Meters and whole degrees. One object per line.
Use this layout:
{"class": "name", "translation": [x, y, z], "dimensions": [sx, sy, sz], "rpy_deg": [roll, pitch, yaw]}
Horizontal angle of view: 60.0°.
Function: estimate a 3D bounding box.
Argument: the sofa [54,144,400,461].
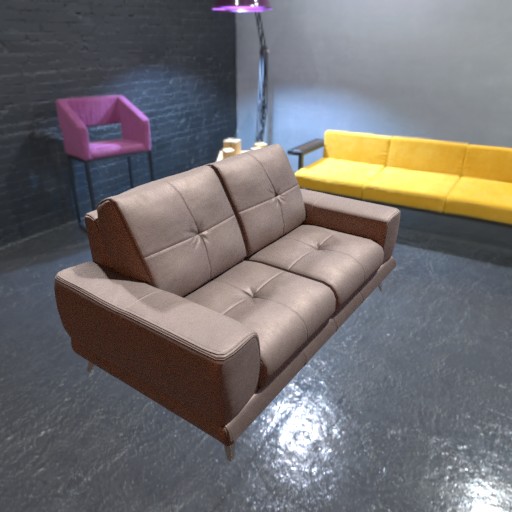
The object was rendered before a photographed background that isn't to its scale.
{"class": "sofa", "translation": [0.000, 0.000, 2.397], "dimensions": [1.018, 0.907, 1.806], "rpy_deg": [18, 31, 31]}
